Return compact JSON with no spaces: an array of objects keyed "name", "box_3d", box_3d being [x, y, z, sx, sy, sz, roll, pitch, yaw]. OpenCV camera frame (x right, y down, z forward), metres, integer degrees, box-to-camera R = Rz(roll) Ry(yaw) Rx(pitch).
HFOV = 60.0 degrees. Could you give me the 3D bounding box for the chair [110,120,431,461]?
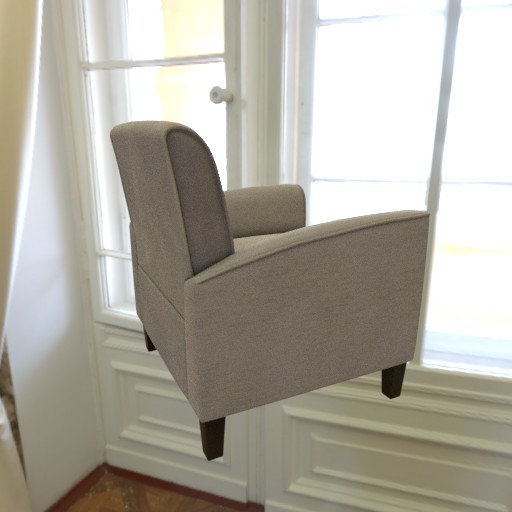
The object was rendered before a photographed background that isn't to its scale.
[{"name":"chair","box_3d":[0.000,0.000,1.574,0.821,0.915,0.820,-8,18,-25]}]
